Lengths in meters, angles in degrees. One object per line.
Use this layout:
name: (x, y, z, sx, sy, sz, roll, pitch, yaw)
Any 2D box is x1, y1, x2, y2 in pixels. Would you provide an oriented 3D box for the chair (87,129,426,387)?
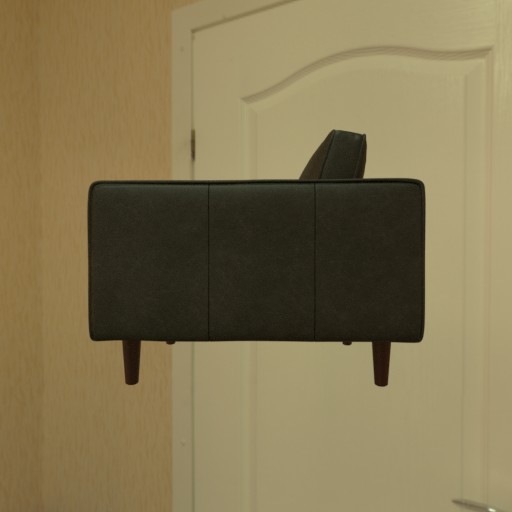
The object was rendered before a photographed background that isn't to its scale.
chair: (0.000, 0.000, 1.599, 0.914, 0.763, 0.889, 0, 1, 1)
